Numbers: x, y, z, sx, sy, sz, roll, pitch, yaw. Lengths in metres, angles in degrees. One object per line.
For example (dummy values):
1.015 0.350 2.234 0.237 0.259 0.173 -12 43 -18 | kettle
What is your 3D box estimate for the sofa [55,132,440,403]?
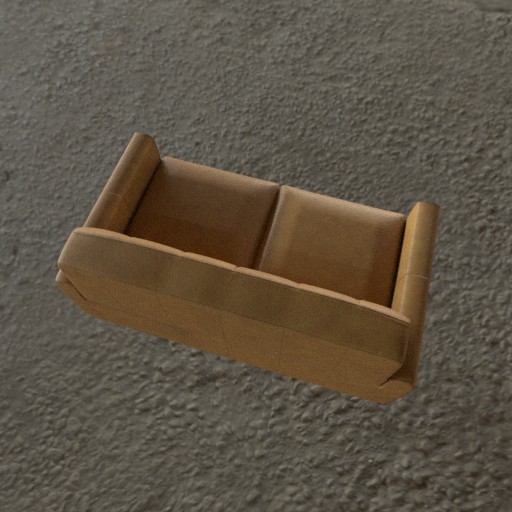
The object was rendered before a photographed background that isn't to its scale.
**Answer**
0.000 0.000 2.255 1.651 0.925 0.952 15 65 7 | sofa
